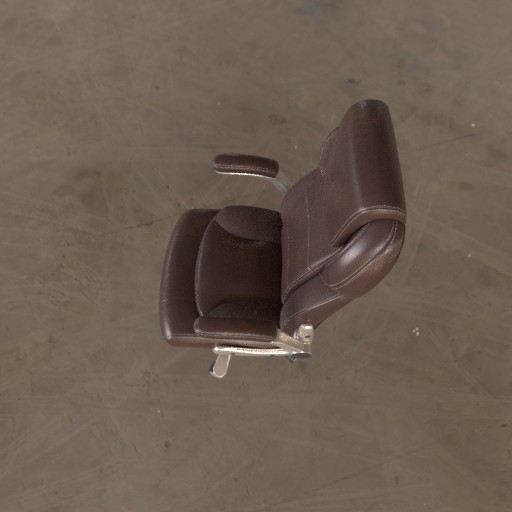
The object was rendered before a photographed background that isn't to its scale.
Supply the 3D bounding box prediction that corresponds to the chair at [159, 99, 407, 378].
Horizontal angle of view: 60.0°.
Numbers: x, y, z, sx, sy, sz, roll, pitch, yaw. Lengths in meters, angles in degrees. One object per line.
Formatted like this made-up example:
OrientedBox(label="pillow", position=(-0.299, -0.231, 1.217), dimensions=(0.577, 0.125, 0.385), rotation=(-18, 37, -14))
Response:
OrientedBox(label="chair", position=(0.000, 0.000, 1.637), dimensions=(0.774, 1.160, 0.733), rotation=(2, 60, 1))
